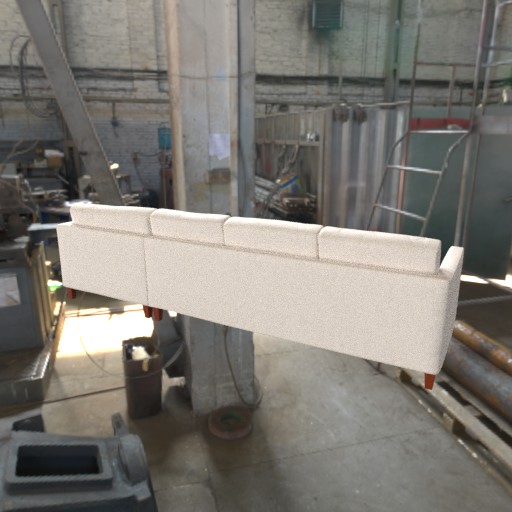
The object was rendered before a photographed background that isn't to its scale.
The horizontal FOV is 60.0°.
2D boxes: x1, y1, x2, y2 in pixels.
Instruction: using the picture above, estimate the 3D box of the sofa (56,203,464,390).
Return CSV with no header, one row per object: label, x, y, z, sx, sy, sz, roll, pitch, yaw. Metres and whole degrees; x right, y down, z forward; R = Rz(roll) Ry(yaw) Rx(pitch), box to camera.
sofa,0.000,0.000,4.104,3.471,0.954,1.606,8,17,28
